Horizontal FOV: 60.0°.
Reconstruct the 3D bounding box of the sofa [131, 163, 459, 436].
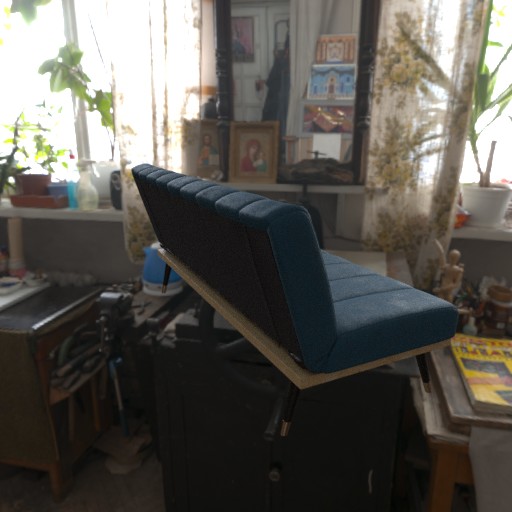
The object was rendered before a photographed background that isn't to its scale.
[{"bbox_3d":[0.000,0.000,2.237,0.830,0.825,1.810,-8,18,-26],"label":"sofa"}]
